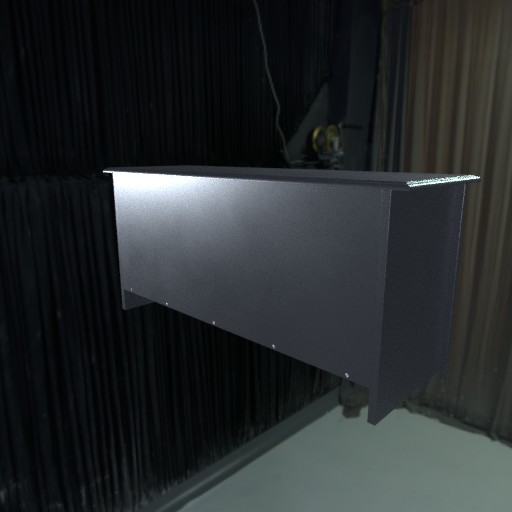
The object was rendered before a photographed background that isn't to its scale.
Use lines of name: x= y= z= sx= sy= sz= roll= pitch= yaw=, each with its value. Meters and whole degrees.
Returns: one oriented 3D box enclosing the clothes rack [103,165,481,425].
clothes rack: x=0.000 y=0.000 z=1.469 sx=1.219 sy=0.556 sz=0.406 roll=12 pitch=18 yaw=43
